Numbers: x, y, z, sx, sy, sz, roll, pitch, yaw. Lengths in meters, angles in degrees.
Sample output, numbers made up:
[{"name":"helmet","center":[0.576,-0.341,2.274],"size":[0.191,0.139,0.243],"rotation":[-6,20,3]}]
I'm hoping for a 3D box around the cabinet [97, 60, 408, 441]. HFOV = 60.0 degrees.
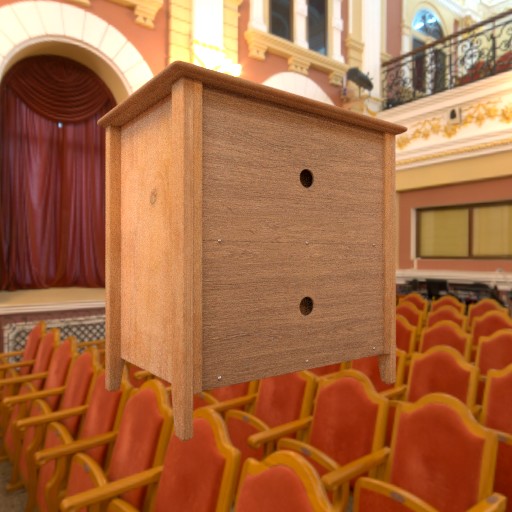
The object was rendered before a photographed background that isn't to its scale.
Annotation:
[{"name":"cabinet","center":[0.000,0.000,1.286],"size":[0.763,0.762,0.503],"rotation":[0,0,-37]}]
